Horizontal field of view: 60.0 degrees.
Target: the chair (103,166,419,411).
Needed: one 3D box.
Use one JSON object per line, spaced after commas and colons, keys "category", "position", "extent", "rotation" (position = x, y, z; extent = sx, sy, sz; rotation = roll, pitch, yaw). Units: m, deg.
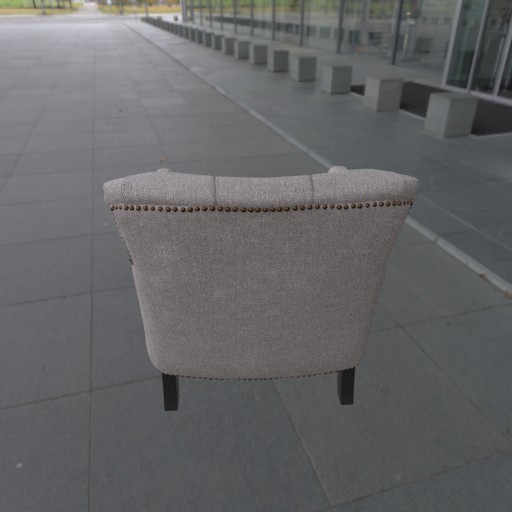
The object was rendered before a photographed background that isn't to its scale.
{"category": "chair", "position": [0.000, 0.000, 1.490], "extent": [0.737, 0.823, 0.902], "rotation": [-1, 30, -2]}
